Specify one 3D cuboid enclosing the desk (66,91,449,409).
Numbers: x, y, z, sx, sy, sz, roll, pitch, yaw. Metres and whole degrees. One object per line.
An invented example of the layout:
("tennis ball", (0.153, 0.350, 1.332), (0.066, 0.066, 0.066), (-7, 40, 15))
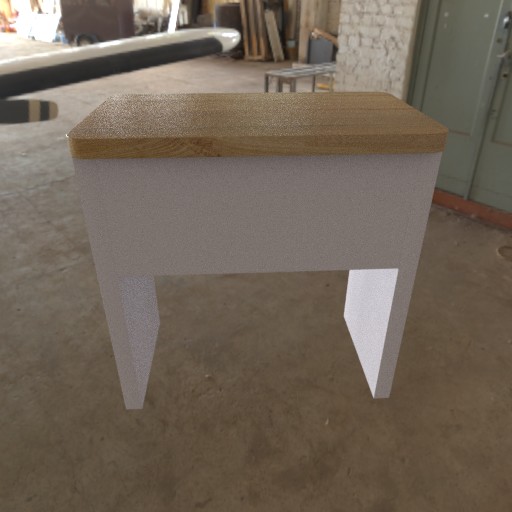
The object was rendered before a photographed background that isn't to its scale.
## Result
("desk", (0.000, 0.000, 1.238), (0.760, 0.790, 0.440), (-2, 31, -3))
